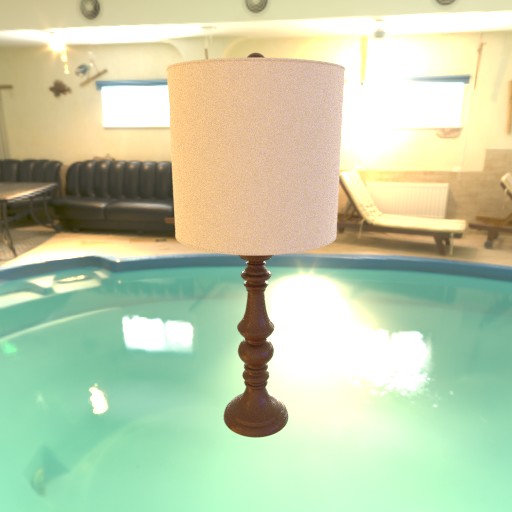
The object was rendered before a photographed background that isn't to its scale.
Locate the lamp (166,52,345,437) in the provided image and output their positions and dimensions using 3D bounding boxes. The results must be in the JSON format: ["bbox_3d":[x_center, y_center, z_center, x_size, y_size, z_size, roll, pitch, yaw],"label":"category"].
[{"bbox_3d":[0.000,0.000,0.709,0.250,0.597,0.250,-3,17,-9],"label":"lamp"}]
